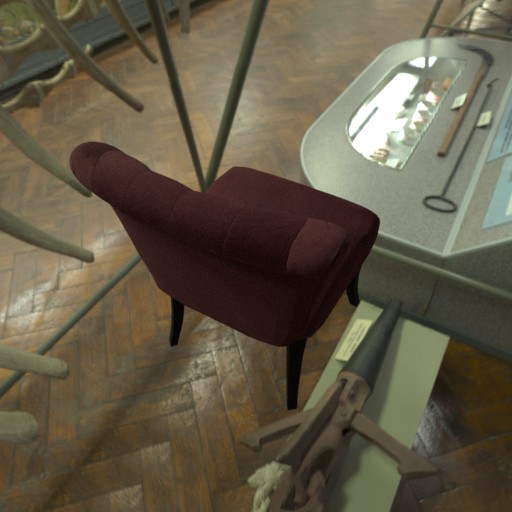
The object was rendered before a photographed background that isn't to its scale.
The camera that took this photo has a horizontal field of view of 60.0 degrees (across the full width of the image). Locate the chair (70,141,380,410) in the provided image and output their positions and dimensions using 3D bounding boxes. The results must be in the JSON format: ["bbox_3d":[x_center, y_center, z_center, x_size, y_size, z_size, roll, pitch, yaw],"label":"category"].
[{"bbox_3d":[0.000,0.000,1.181,0.582,0.750,0.605,22,49,21],"label":"chair"}]
